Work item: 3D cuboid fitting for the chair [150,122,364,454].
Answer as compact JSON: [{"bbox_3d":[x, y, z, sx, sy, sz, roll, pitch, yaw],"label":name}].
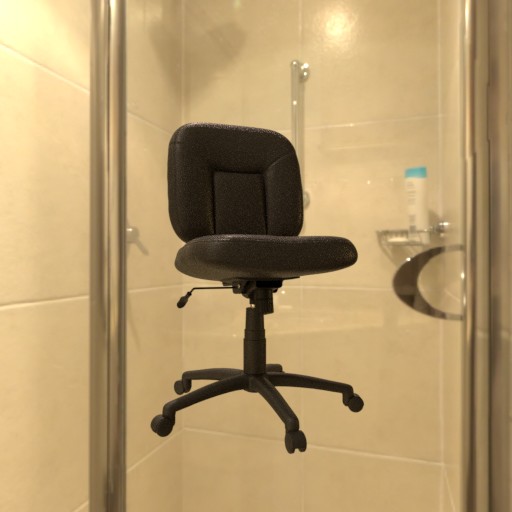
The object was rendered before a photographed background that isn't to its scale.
[{"bbox_3d":[0.000,0.000,1.364,0.647,0.959,0.646,0,-1,-19],"label":"chair"}]
